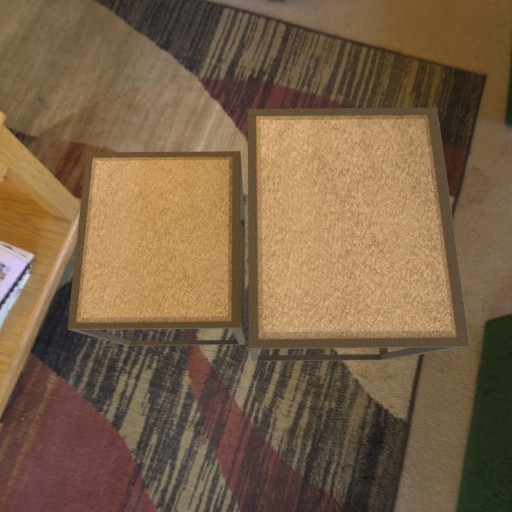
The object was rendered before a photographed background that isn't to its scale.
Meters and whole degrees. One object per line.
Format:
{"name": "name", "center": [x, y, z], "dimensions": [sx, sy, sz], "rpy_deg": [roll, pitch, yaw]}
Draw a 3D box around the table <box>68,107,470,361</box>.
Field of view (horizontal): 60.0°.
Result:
{"name": "table", "center": [0.000, 0.000, 1.148], "dimensions": [0.788, 0.540, 0.508], "rpy_deg": [-1, 74, 0]}
